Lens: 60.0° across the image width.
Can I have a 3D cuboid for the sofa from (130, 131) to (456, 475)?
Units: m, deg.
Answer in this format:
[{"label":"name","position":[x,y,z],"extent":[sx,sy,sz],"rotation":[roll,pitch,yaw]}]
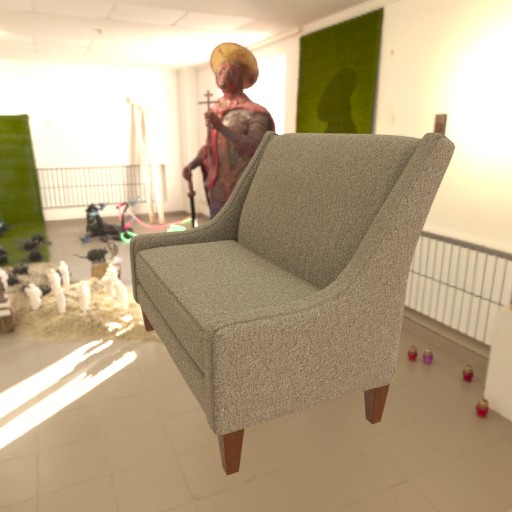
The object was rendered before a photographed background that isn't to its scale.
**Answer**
[{"label":"sofa","position":[0.000,0.000,1.901],"extent":[0.862,1.026,1.242],"rotation":[-8,18,-25]}]
